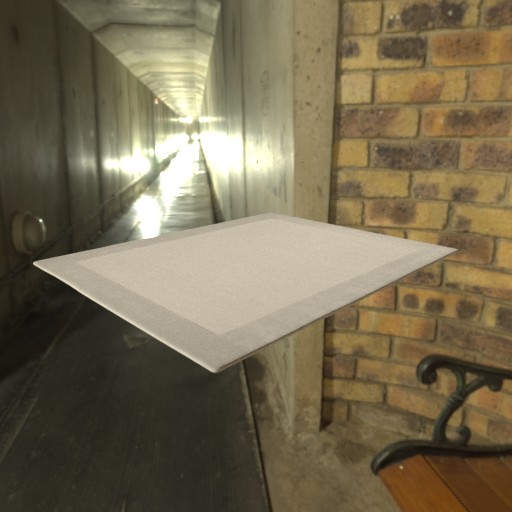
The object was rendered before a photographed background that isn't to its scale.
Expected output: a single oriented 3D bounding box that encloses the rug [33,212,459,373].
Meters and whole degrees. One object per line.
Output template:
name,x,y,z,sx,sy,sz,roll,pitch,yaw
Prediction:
rug,0.000,0.000,3.963,2.976,0.018,2.430,-16,24,-42
